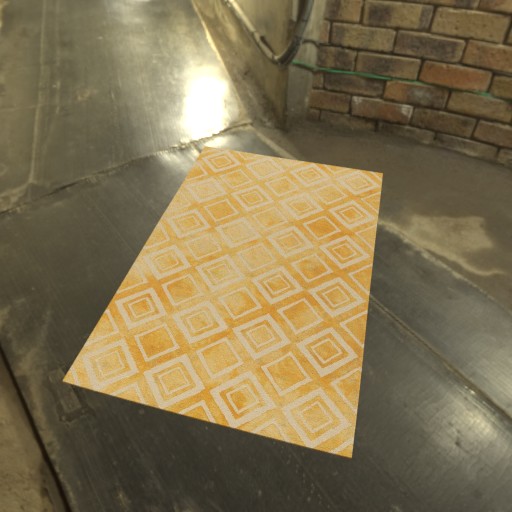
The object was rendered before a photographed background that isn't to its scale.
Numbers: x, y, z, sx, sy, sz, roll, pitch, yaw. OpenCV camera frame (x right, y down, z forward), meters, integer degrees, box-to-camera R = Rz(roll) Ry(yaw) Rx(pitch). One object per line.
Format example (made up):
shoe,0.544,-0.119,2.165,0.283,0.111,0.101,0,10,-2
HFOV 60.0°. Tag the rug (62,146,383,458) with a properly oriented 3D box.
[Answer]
rug,0.000,0.000,2.355,1.213,0.010,1.829,11,48,10
